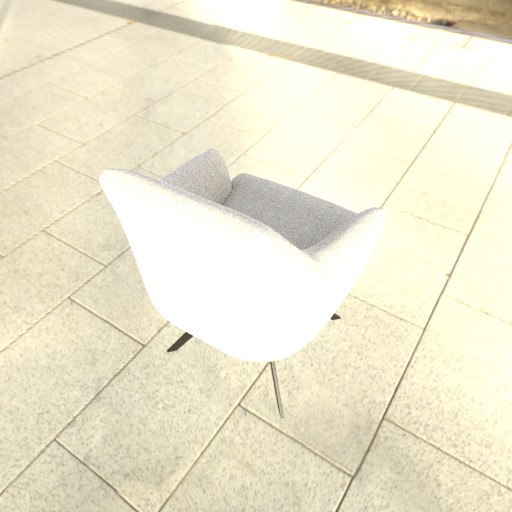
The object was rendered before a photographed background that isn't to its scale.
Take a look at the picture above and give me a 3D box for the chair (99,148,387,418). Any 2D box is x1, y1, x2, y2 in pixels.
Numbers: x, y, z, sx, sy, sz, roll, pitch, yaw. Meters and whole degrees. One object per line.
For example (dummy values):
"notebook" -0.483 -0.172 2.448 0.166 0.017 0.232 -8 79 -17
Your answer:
"chair" 0.000 0.000 1.382 0.642 0.874 0.677 24 51 21
